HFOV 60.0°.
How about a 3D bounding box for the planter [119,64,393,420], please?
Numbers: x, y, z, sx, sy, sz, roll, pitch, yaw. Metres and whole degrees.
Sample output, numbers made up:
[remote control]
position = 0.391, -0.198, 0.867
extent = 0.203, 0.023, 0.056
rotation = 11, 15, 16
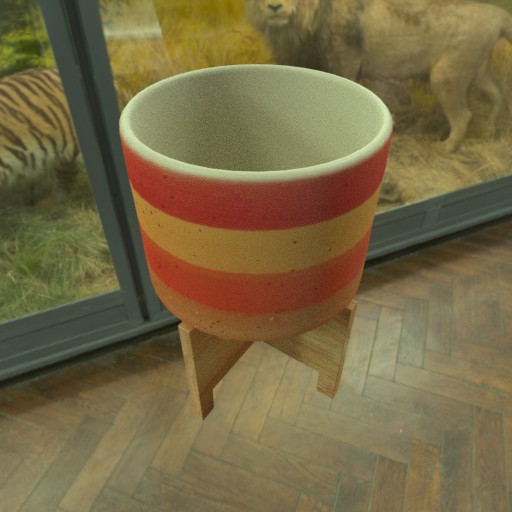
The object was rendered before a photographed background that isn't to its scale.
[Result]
[planter]
position = 0.000, 0.000, 0.548
extent = 0.269, 0.379, 0.269
rotation = 0, 41, 0
